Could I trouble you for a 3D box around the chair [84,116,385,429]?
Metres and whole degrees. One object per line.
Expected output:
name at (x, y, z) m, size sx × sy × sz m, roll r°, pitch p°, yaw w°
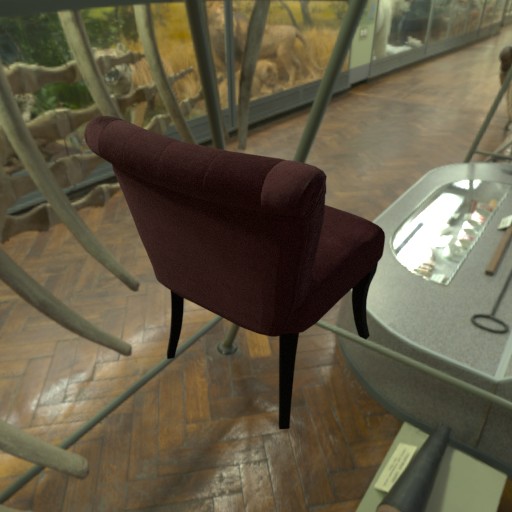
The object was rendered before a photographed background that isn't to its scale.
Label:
chair at (0.000, 0.000, 1.185) m, size 0.582 × 0.750 × 0.605 m, roll 21°, pitch 38°, yaw 30°
